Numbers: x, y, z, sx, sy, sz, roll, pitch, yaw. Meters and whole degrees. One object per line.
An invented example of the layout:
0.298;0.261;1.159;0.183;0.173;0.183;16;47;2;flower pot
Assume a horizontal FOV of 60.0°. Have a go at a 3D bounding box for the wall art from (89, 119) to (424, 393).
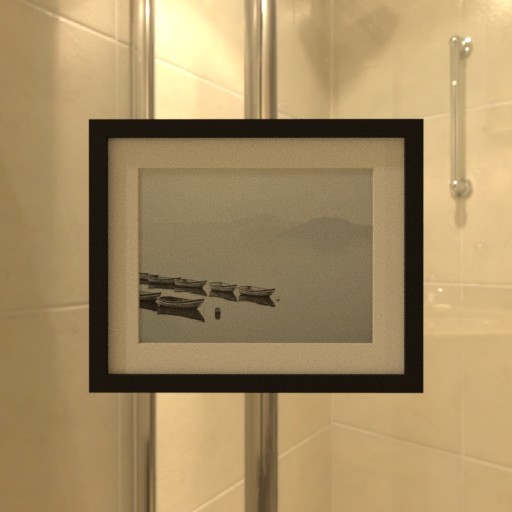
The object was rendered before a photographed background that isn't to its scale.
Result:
0.000;0.000;0.539;0.397;0.325;0.028;0;0;0;wall art
